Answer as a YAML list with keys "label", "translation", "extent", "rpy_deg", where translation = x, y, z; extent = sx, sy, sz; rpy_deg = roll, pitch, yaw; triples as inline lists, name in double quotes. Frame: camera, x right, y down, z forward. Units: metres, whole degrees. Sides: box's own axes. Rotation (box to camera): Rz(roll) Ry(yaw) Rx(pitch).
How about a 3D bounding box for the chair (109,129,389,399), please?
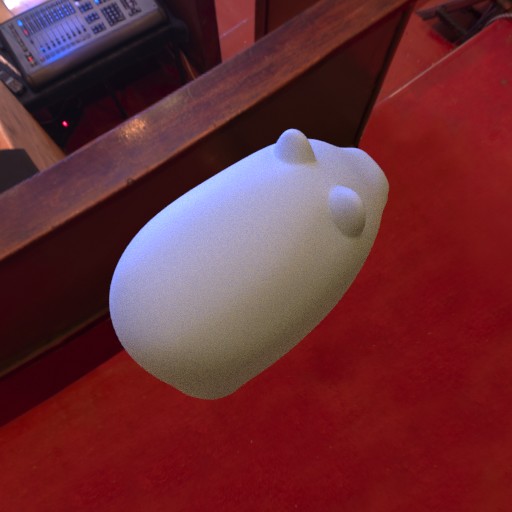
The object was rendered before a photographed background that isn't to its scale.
- label: "chair"
  translation: [0.000, 0.000, 0.872]
  extent: [0.619, 0.423, 0.364]
  rpy_deg: [-37, 78, -9]
